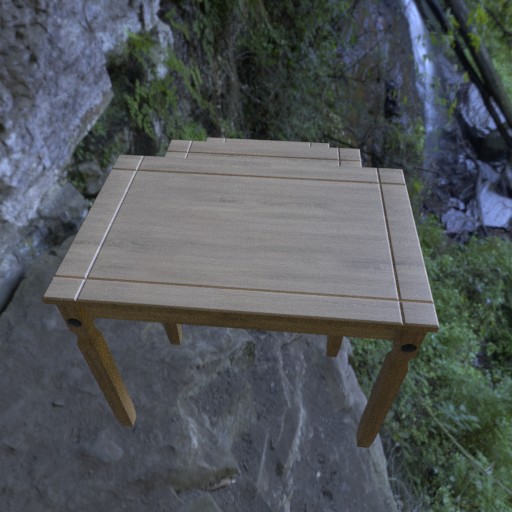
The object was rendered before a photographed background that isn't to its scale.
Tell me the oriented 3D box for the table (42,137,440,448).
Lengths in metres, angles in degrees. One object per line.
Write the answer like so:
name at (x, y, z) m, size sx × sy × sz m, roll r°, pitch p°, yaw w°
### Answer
table at (0.000, 0.000, 1.187) m, size 0.660 × 0.535 × 0.773 m, roll 4°, pitch 46°, yaw 4°
